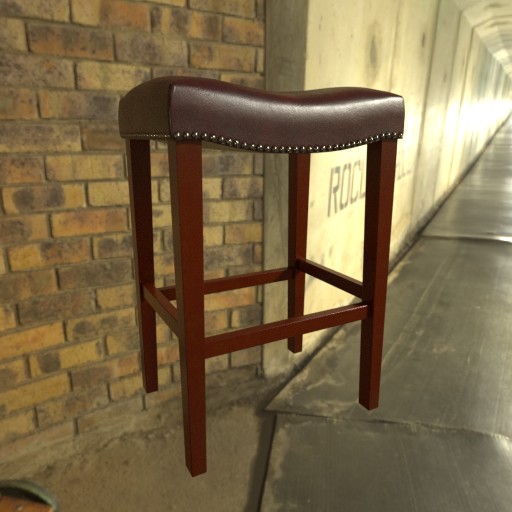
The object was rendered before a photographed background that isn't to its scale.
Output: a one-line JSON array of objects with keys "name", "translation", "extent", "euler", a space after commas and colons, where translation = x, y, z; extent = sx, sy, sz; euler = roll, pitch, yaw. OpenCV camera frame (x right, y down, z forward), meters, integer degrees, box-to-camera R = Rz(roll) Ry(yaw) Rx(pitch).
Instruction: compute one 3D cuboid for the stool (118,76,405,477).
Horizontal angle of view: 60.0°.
[{"name": "stool", "translation": [0.000, 0.000, 1.022], "extent": [0.504, 0.742, 0.372], "euler": [-8, 17, -27]}]
